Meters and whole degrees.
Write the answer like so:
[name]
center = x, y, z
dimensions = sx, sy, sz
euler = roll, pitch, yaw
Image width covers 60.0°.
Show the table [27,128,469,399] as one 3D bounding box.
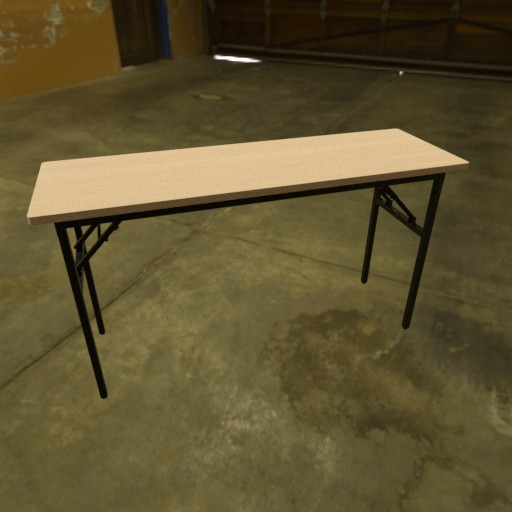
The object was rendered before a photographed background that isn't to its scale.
[table]
center = 0.000, 0.000, 1.711
dimensions = 1.397, 0.750, 0.447
euler = -9, 33, -15
